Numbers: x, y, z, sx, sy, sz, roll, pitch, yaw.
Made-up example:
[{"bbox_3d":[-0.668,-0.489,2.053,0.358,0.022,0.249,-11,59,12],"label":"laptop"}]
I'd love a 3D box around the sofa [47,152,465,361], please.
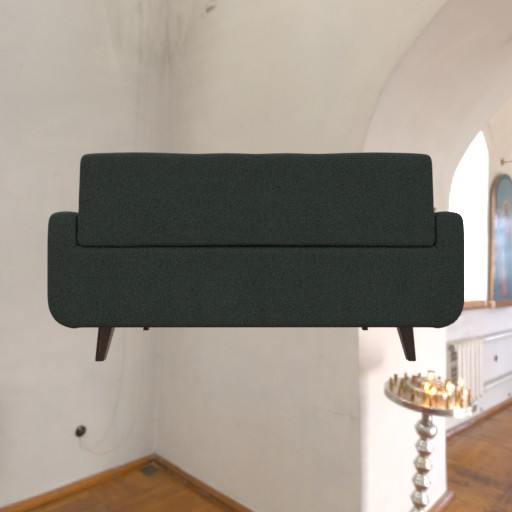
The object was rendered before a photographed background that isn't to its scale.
[{"bbox_3d":[0.000,0.000,2.167,1.631,0.841,0.909,0,0,0],"label":"sofa"}]
